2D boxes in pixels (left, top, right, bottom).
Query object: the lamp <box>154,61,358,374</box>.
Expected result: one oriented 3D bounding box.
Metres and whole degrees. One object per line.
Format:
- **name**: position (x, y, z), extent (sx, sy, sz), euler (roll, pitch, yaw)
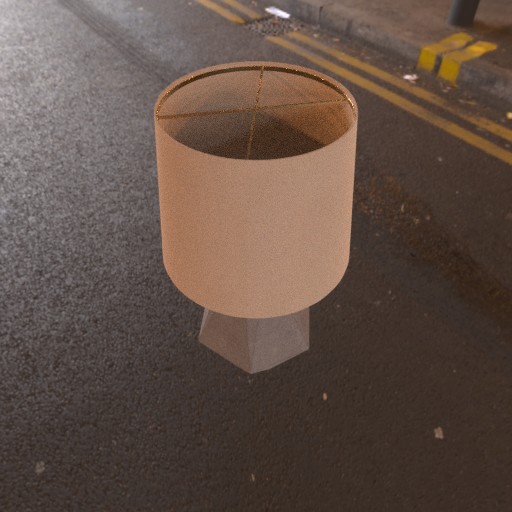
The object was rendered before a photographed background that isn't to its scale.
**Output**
- **lamp**: position (0.000, 0.000, 0.683), extent (0.276, 0.501, 0.276), euler (0, 46, 0)
